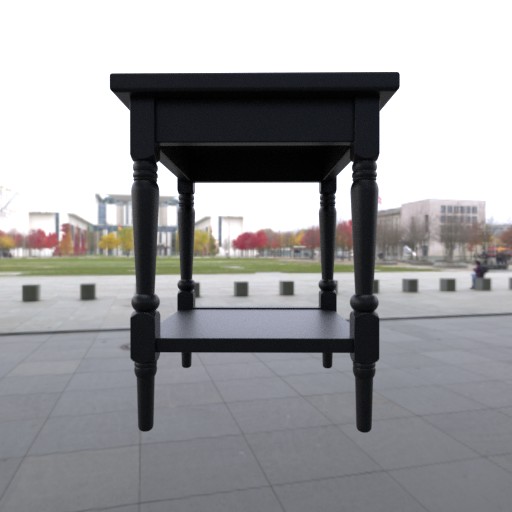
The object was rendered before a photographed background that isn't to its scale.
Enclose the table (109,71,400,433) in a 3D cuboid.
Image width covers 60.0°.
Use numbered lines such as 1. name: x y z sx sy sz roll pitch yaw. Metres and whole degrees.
1. table: 0.000 0.000 0.918 0.442 0.565 0.488 0 0 1
